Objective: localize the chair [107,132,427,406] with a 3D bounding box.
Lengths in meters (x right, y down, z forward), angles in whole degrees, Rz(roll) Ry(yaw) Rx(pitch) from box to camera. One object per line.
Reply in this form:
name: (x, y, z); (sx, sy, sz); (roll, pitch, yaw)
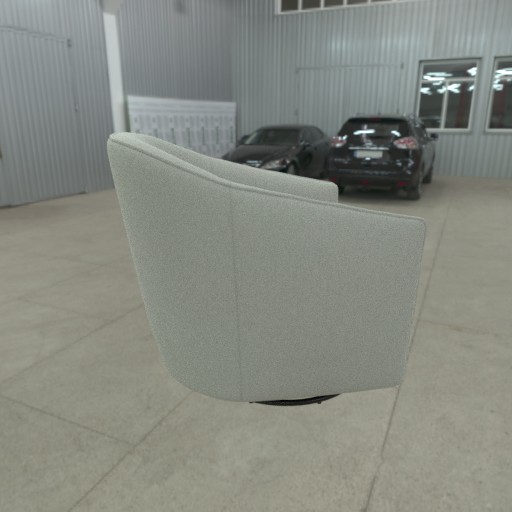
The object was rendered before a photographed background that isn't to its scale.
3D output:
chair: (0.000, 0.000, 1.481); (0.875, 0.799, 0.747); (-3, 17, -10)
